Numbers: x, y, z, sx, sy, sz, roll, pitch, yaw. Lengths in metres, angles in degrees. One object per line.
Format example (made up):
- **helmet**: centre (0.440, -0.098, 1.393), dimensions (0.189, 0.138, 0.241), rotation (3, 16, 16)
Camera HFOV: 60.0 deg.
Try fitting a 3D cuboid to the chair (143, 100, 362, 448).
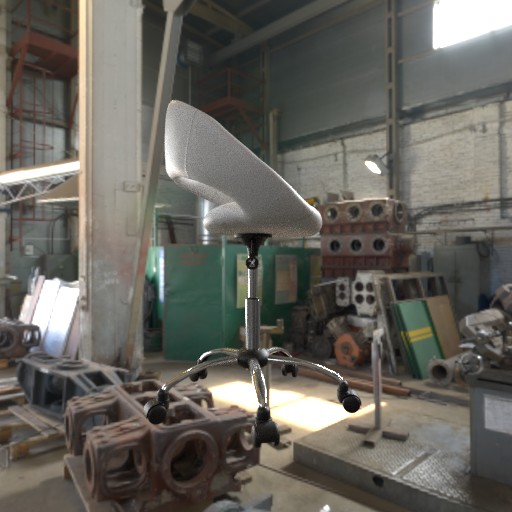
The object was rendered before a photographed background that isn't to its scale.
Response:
- **chair**: centre (0.000, 0.000, 1.198), dimensions (0.538, 0.791, 0.612), rotation (0, 0, 0)
